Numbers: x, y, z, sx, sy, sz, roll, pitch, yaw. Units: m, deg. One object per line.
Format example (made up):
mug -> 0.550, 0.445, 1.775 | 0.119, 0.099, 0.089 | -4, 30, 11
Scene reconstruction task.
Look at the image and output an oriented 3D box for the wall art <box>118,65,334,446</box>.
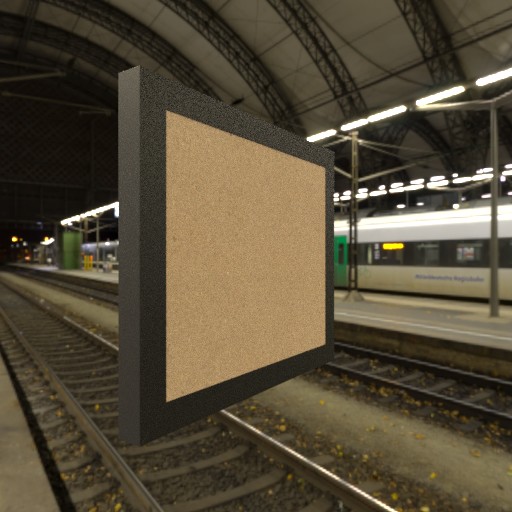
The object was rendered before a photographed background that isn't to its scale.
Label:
wall art -> 0.000, 0.000, 0.537 | 0.028, 0.321, 0.381 | 0, 0, 35
